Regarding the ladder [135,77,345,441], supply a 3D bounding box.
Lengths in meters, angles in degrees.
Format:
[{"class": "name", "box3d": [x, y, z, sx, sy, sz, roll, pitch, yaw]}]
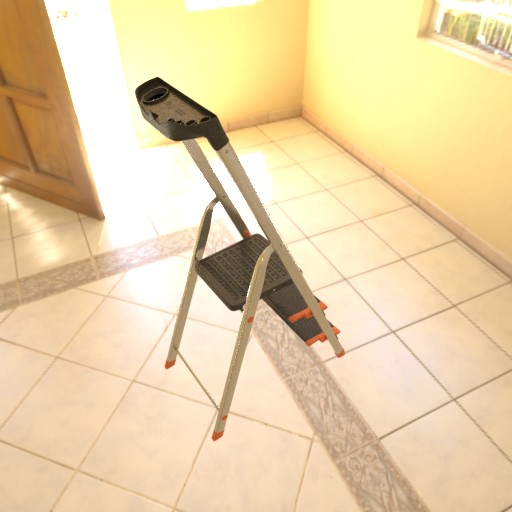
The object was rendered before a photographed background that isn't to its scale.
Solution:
[{"class": "ladder", "box3d": [0.000, 0.000, 1.536, 0.686, 1.229, 0.416, -26, 48, -26]}]
